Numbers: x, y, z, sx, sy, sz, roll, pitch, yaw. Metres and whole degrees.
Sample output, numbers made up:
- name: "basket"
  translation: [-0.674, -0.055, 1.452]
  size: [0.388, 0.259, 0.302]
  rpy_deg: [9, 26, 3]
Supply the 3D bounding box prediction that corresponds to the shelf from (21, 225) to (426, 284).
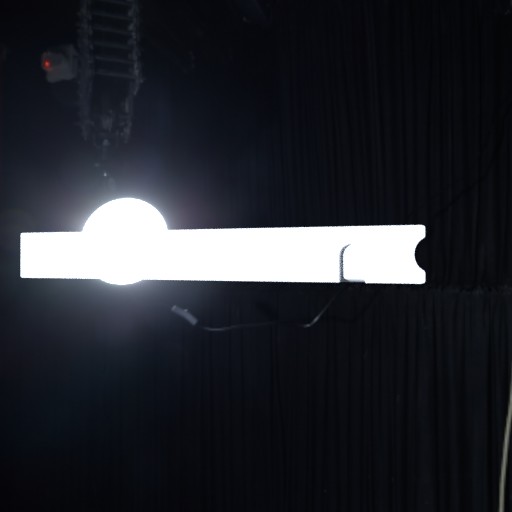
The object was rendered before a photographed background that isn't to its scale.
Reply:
- name: "shelf"
  translation: [0.000, 0.000, 0.444]
  size: [0.296, 0.035, 0.296]
  rpy_deg: [0, 0, 17]
